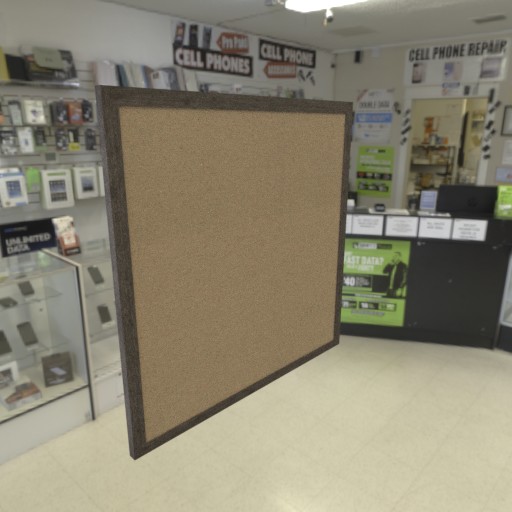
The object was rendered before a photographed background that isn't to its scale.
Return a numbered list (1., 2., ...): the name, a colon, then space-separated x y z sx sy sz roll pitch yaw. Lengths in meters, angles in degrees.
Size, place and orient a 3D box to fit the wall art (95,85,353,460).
1. wall art: 0.000 0.000 0.671 0.457 0.457 0.013 -16 22 -43
